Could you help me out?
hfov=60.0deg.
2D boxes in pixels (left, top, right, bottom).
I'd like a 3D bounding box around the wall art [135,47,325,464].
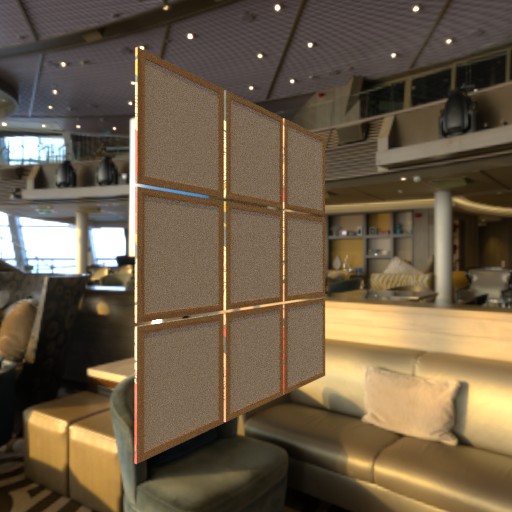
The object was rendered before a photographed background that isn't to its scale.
[{"bbox_3d":[0.000,0.000,2.250,0.013,1.534,1.519,0,-1,36],"label":"wall art"}]
